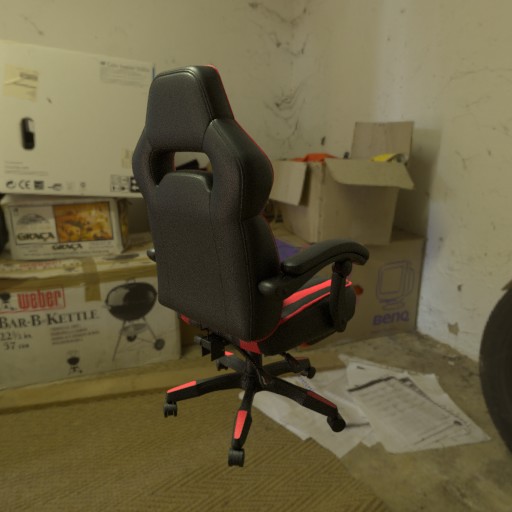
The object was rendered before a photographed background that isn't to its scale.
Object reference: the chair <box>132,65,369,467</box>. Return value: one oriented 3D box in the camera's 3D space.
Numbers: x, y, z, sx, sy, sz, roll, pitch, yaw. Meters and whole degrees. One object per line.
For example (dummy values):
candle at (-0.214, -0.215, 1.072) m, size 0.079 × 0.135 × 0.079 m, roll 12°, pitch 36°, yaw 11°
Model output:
chair at (0.000, 0.000, 1.625) m, size 0.700 × 1.220 × 0.700 m, roll -13°, pitch 19°, yaw -43°
